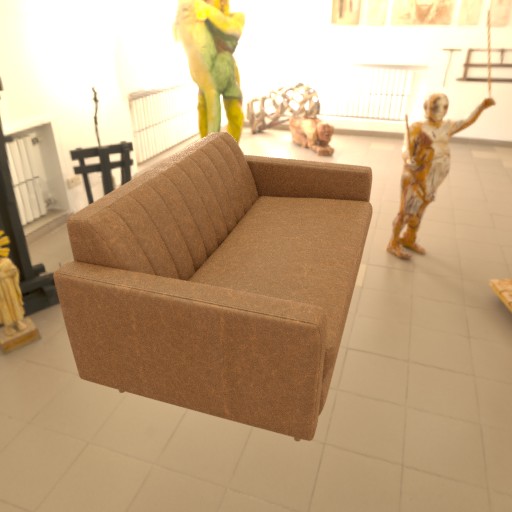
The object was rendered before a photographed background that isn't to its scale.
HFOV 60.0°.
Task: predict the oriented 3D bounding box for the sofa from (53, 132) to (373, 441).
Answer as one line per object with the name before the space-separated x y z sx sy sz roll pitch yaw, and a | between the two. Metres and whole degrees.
sofa | 0.000 0.000 2.105 0.960 0.820 1.549 9 30 16
